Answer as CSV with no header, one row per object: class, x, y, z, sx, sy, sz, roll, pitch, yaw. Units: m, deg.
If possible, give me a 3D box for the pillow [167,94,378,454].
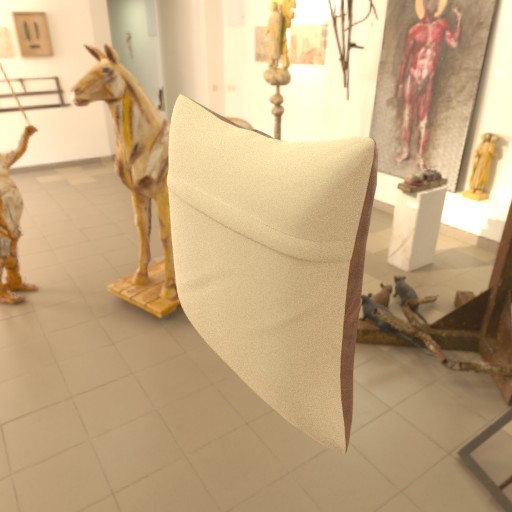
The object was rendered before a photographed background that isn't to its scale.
pillow,0.000,0.000,0.736,0.192,0.470,0.484,-17,31,-31
